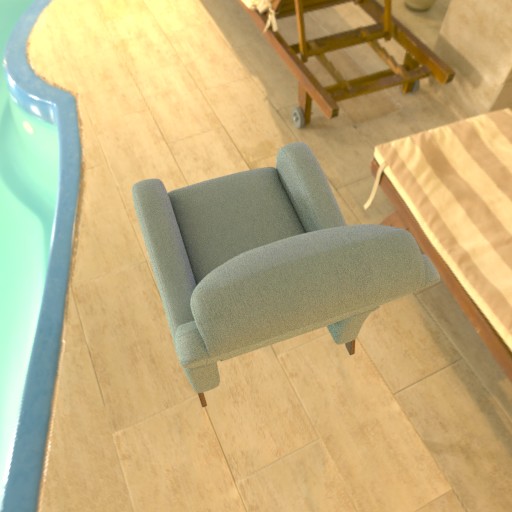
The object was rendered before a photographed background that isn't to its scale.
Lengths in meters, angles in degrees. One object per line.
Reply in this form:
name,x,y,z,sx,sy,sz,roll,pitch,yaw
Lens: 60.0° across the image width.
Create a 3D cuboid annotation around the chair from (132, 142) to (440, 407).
chair,0.000,0.000,1.706,0.785,1.067,0.988,-16,58,-10
